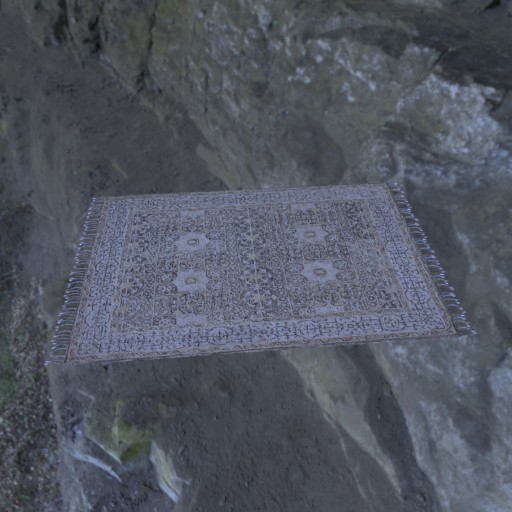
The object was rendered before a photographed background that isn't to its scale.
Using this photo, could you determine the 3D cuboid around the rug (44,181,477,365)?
[{"bbox_3d":[0.000,0.000,2.492,2.029,0.010,1.237,-3,46,-3],"label":"rug"}]
